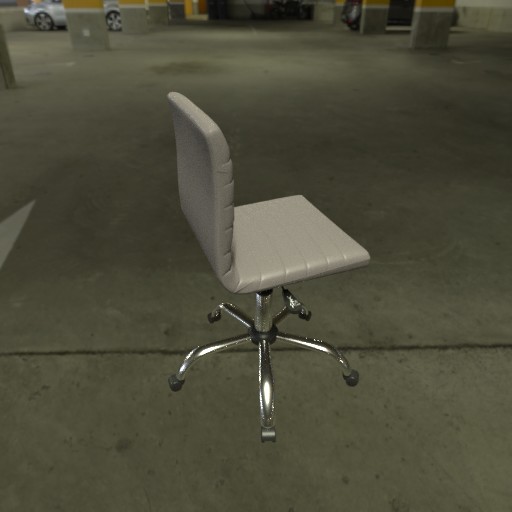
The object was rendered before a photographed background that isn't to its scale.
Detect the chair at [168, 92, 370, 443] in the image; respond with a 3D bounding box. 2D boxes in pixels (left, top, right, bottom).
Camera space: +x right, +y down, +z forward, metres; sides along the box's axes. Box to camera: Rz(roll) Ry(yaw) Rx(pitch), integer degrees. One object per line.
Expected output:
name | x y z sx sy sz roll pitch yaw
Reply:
chair | 0.000 0.000 1.159 0.530 0.780 0.556 -10 32 -17
